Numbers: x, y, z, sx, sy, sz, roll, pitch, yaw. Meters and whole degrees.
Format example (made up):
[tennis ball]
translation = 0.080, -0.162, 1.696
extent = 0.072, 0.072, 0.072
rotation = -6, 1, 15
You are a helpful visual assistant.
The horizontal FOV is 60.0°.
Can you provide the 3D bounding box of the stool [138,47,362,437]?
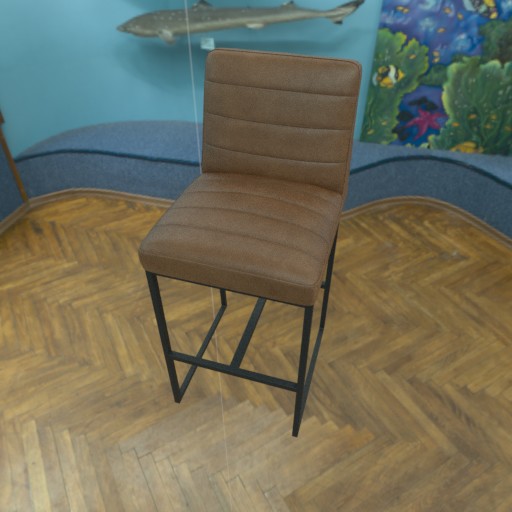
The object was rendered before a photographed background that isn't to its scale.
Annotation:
[stool]
translation = 0.000, 0.000, 1.346
extent = 0.458, 1.040, 0.556
rotation = 11, 42, 13
